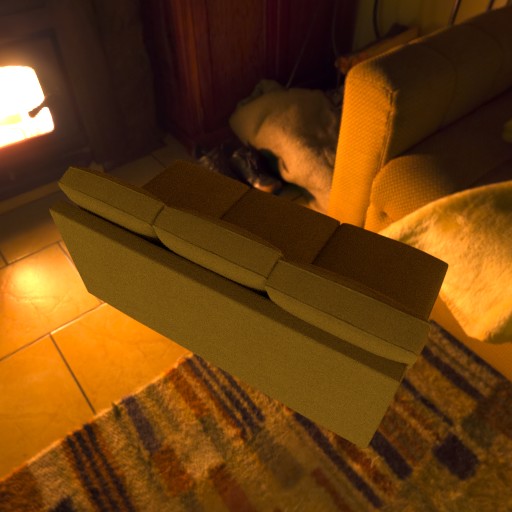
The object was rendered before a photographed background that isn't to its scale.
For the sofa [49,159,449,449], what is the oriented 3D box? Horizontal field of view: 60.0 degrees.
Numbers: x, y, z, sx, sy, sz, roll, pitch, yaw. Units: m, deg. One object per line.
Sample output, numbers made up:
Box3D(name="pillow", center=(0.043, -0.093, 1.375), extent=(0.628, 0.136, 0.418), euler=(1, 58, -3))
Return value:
Box3D(name="sofa", center=(0.000, 0.000, 2.702), extent=(2.092, 1.036, 1.127), euler=(24, 52, 21))
